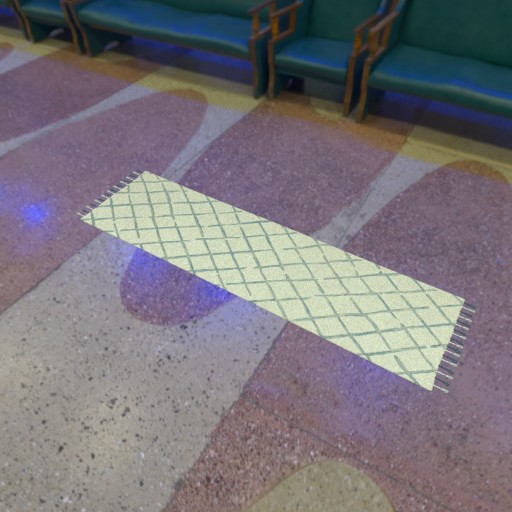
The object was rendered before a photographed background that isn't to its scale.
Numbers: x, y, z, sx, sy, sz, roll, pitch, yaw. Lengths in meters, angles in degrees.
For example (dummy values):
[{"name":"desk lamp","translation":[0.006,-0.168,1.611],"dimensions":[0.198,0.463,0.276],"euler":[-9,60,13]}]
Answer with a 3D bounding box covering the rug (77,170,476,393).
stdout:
[{"name":"rug","translation":[0.000,0.000,2.591],"dimensions":[2.372,0.008,0.620],"euler":[24,51,21]}]
